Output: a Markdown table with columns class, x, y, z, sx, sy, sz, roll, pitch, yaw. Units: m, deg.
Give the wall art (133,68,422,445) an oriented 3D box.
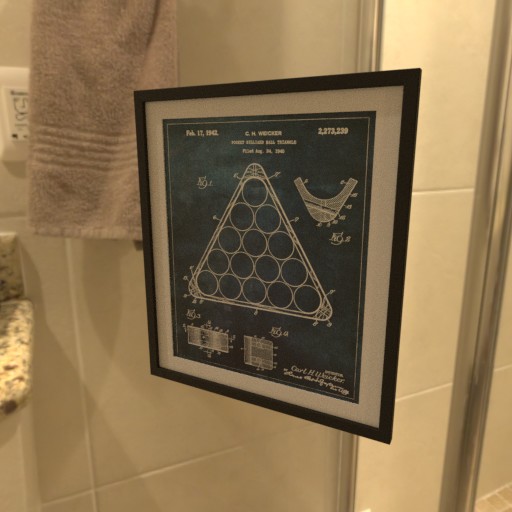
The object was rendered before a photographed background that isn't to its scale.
| class | x | y | z | sx | sy | sz | roll | pitch | yaw |
| --- | --- | --- | --- | --- | --- | --- | --- | --- | --- |
| wall art | 0.000 | 0.000 | 1.168 | 0.755 | 0.863 | 0.028 | 7 | 15 | 27 |
